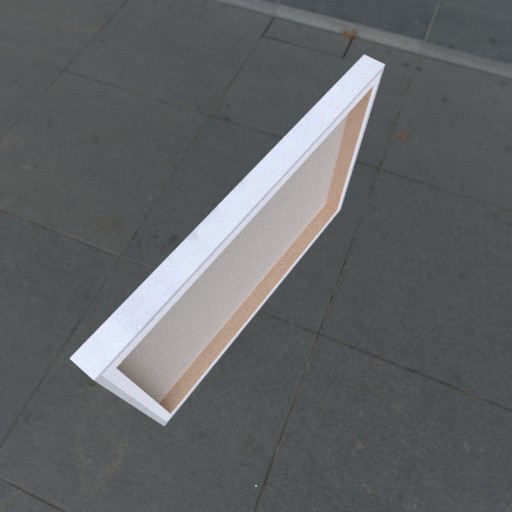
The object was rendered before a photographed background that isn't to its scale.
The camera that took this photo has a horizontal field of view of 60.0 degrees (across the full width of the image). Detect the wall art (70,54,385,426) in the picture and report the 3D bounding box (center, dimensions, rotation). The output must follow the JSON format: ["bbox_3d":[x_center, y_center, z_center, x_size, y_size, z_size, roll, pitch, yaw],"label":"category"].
[{"bbox_3d":[0.000,0.000,0.764,0.038,0.407,0.609,34,68,16],"label":"wall art"}]
